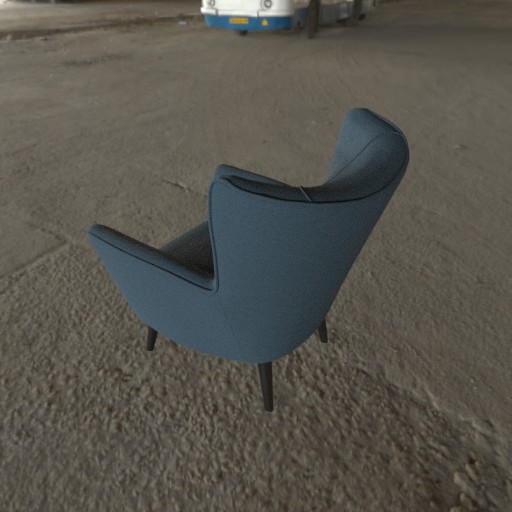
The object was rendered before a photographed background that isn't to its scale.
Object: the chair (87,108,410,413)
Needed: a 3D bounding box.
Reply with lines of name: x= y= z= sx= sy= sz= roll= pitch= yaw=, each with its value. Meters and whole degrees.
chair: x=0.000 y=0.000 z=1.576 sx=0.888 sy=0.933 sz=0.781 roll=21 pitch=38 yaw=29
